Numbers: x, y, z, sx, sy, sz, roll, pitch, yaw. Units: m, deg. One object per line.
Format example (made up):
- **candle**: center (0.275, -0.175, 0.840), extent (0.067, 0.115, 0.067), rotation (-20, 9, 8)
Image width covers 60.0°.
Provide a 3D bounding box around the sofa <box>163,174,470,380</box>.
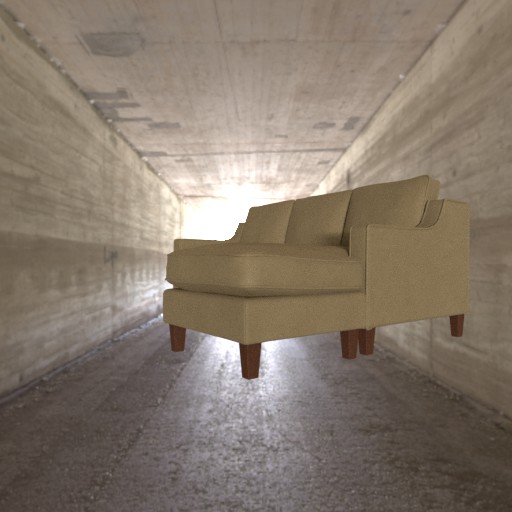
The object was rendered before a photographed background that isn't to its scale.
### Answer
- **sofa**: center (0.000, 0.000, 3.280), extent (1.858, 1.066, 2.317), rotation (0, 0, -36)
